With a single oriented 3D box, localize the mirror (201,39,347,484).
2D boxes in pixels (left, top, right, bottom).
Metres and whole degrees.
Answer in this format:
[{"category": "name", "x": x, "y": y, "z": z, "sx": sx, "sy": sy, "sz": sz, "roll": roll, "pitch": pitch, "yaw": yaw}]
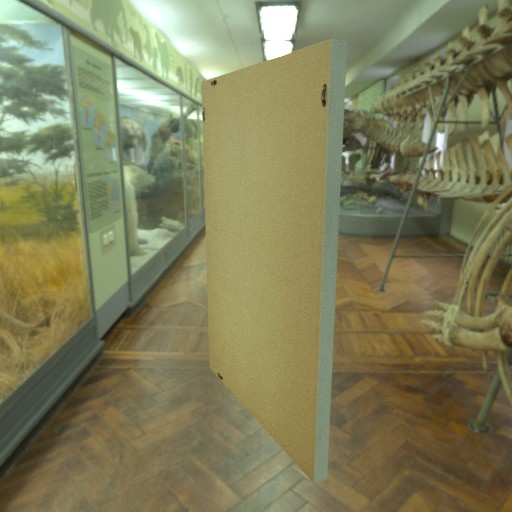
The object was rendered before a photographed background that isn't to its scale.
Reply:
[{"category": "mirror", "x": 0.000, "y": 0.000, "z": 1.148, "sx": 0.041, "sy": 0.915, "sz": 0.609, "roll": -7, "pitch": 16, "yaw": -27}]
